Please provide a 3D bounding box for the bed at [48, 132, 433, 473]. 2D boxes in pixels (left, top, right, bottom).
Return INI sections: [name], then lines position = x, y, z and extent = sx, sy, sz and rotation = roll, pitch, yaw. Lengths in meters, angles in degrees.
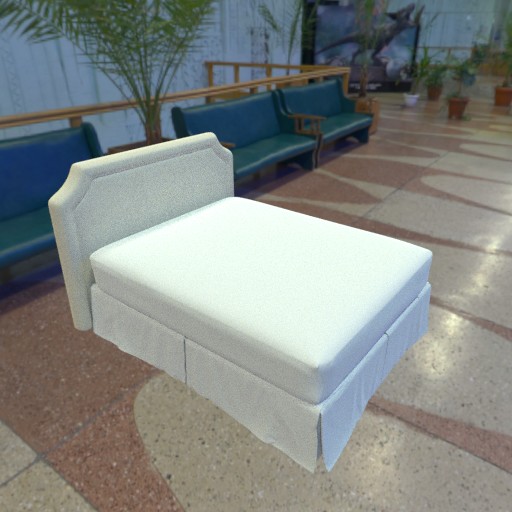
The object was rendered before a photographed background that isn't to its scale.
[bed]
position = 0.000, 0.000, 3.220
extent = 2.209, 1.296, 1.827
rotation = 20, 33, 33
